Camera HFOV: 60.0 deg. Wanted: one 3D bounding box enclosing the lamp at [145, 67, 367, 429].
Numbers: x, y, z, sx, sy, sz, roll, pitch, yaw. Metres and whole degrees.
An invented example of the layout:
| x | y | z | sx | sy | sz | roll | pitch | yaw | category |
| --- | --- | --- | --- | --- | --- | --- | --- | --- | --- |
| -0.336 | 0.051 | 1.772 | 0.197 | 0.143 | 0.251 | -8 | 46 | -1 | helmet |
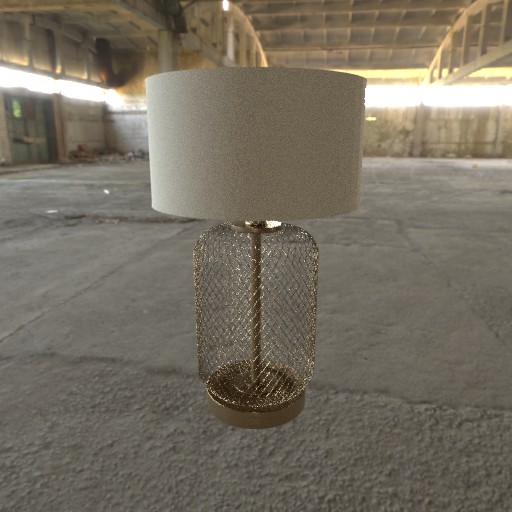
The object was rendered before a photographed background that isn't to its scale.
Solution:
| x | y | z | sx | sy | sz | roll | pitch | yaw | category |
| --- | --- | --- | --- | --- | --- | --- | --- | --- | --- |
| 0.000 | 0.000 | 0.793 | 0.353 | 0.578 | 0.353 | 0 | 15 | 0 | lamp |
